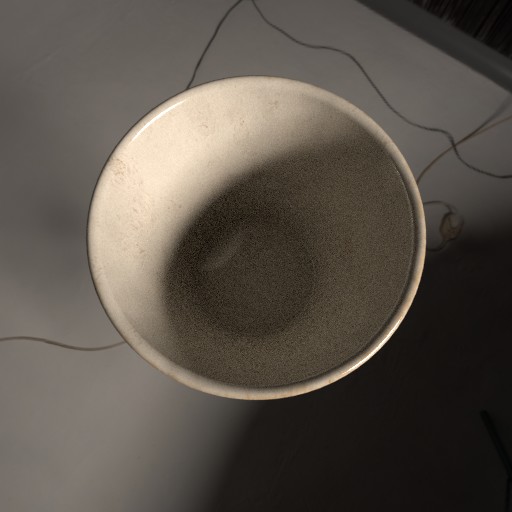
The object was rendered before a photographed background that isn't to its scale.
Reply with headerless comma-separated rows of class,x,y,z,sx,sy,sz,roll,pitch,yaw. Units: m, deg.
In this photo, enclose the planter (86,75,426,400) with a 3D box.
planter,0.000,0.000,0.215,0.126,0.104,0.126,0,76,0
